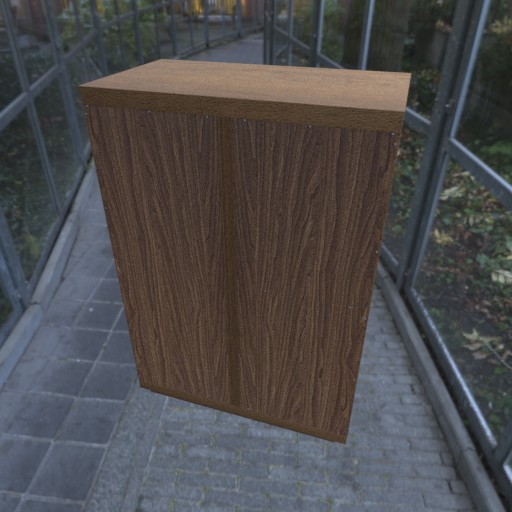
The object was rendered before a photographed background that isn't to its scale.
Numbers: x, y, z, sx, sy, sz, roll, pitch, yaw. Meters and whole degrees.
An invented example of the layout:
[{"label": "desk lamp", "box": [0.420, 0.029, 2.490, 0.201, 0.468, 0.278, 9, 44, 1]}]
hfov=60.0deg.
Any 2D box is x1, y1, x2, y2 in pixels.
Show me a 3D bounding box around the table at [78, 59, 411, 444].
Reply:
[{"label": "table", "box": [0.000, 0.000, 1.708, 0.901, 1.294, 0.524, 10, 34, 15]}]
